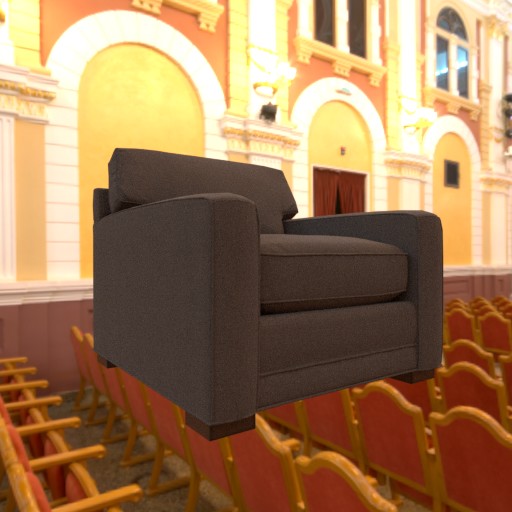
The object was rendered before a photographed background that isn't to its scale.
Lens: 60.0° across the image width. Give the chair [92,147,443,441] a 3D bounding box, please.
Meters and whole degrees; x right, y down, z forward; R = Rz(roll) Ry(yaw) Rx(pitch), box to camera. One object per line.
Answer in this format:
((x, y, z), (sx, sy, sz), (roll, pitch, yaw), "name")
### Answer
((0.000, 0.000, 1.768), (0.997, 0.913, 1.043), (0, 1, -35), "chair")
